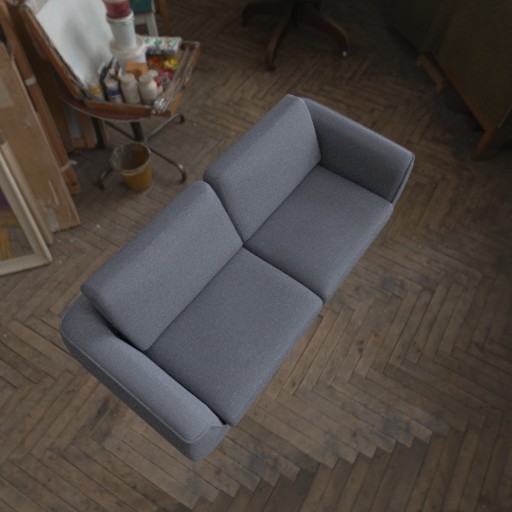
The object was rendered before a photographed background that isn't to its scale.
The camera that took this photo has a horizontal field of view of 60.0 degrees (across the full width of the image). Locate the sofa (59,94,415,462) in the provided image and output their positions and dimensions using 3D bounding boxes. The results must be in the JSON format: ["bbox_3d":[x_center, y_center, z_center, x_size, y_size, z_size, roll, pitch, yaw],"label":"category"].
[{"bbox_3d":[0.000,0.000,2.496,0.920,0.870,2.000,33,64,18],"label":"sofa"}]
